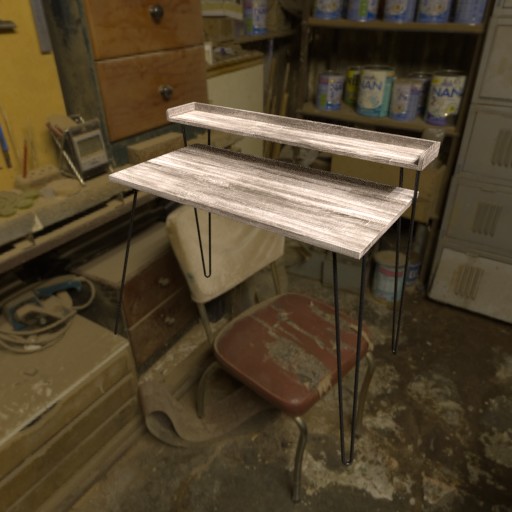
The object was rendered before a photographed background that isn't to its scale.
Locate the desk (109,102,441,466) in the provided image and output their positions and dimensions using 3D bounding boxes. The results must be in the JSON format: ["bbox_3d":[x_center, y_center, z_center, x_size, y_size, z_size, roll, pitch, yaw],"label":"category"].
[{"bbox_3d":[0.000,0.000,1.667,1.135,0.899,0.605,20,36,29],"label":"desk"}]
